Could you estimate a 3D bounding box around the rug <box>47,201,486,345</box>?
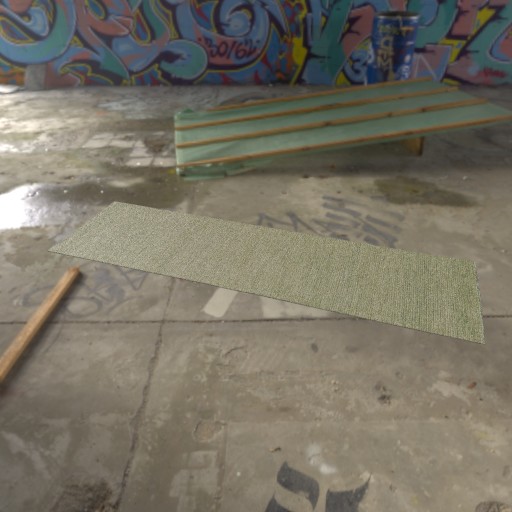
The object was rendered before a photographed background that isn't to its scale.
[{"bbox_3d":[0.000,0.000,2.500,2.340,0.013,0.686,11,34,16],"label":"rug"}]
